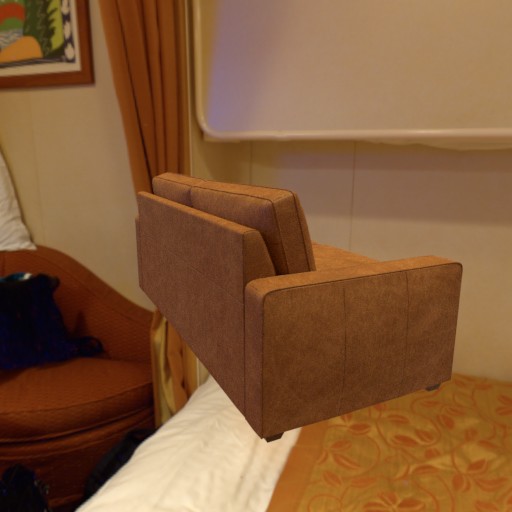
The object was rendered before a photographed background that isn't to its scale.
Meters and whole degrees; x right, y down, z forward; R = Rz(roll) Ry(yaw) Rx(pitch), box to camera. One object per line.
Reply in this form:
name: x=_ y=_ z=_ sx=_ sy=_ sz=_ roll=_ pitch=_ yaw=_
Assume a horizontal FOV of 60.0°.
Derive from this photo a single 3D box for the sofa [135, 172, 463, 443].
sofa: x=0.000 y=0.000 z=2.631 sx=0.991 sy=0.928 sz=2.156 roll=-6 pitch=15 yaw=-25
